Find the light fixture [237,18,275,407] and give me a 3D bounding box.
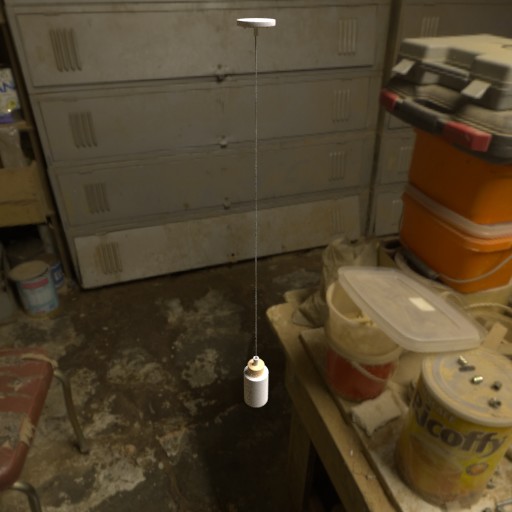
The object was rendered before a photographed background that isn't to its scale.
[{"bbox_3d":[0.000,0.000,1.906,0.125,1.798,0.125,-9,33,-14],"label":"light fixture"}]
